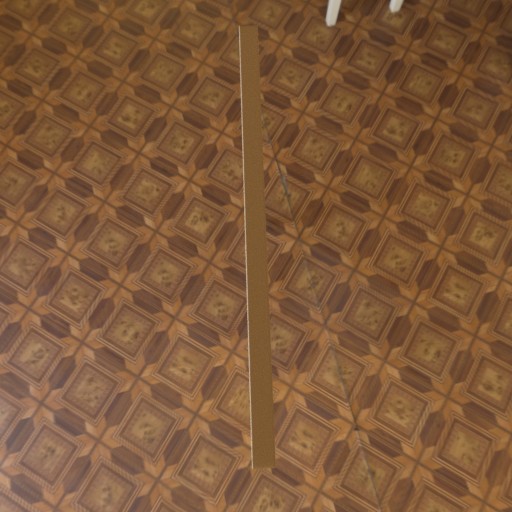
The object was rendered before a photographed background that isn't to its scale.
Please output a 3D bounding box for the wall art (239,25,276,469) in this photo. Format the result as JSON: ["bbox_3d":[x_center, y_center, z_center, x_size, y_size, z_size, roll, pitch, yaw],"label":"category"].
[{"bbox_3d":[0.000,0.000,0.488,0.019,0.254,0.380,-2,76,0],"label":"wall art"}]
